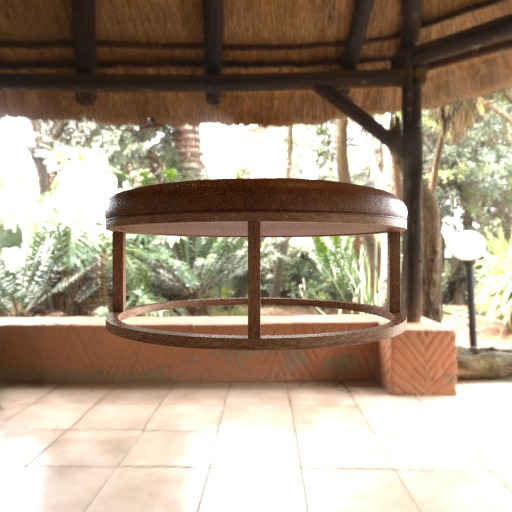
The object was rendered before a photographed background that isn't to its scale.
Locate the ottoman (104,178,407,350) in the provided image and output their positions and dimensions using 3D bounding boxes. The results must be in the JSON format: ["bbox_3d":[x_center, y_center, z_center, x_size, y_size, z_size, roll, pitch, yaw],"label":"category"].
[{"bbox_3d":[0.000,0.000,1.547,1.006,0.445,1.006,0,0,0],"label":"ottoman"}]
